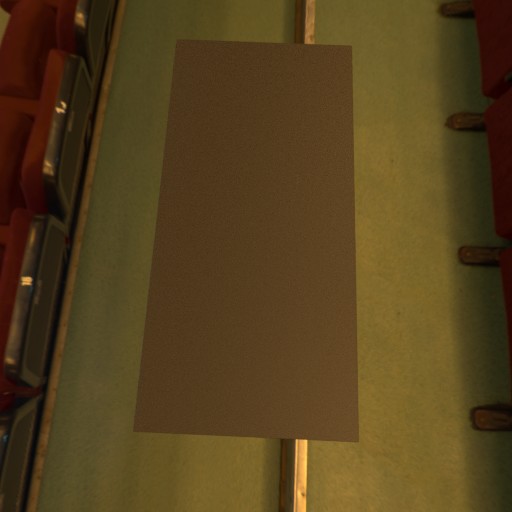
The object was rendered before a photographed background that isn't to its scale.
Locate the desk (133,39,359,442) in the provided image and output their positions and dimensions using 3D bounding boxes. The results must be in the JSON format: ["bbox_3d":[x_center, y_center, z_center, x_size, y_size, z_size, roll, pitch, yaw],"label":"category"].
[{"bbox_3d":[0.000,0.000,1.506,0.504,0.780,1.057,2,74,1],"label":"desk"}]
